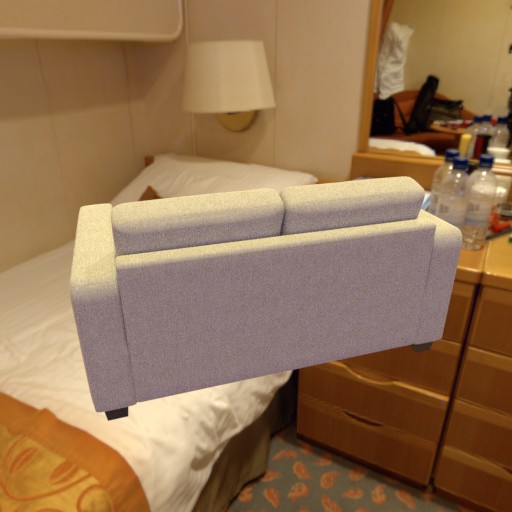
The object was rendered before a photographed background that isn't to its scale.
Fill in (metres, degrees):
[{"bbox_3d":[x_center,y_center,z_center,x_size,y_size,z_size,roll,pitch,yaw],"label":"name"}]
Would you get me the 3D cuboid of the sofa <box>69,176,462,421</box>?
[{"bbox_3d":[0.000,0.000,2.065,1.540,0.800,0.900,-8,26,-16],"label":"sofa"}]
